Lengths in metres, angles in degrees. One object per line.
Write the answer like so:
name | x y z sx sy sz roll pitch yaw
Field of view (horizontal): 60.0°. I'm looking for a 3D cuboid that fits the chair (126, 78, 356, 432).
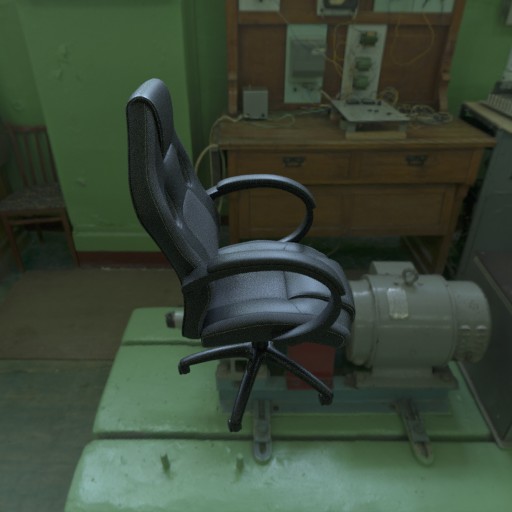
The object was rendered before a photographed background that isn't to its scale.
chair | 0.000 0.000 1.612 0.724 1.187 0.673 -1 32 -1
